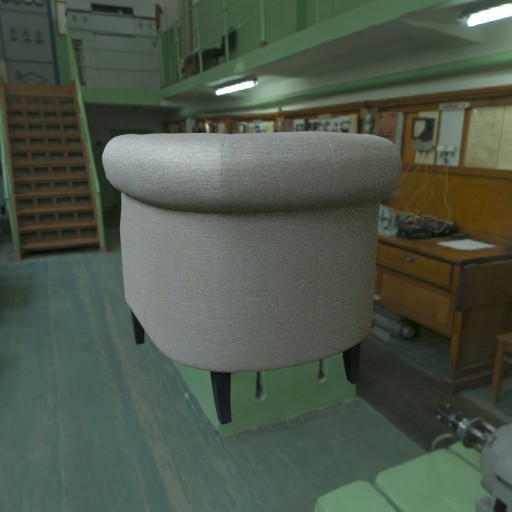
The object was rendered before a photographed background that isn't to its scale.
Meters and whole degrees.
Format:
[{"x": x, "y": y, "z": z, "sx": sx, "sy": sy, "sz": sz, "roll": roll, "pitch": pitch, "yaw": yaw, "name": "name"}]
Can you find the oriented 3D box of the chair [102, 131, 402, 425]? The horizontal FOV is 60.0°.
[{"x": 0.000, "y": 0.000, "z": 1.543, "sx": 0.905, "sy": 0.827, "sz": 0.852, "roll": -8, "pitch": 17, "yaw": -26, "name": "chair"}]
